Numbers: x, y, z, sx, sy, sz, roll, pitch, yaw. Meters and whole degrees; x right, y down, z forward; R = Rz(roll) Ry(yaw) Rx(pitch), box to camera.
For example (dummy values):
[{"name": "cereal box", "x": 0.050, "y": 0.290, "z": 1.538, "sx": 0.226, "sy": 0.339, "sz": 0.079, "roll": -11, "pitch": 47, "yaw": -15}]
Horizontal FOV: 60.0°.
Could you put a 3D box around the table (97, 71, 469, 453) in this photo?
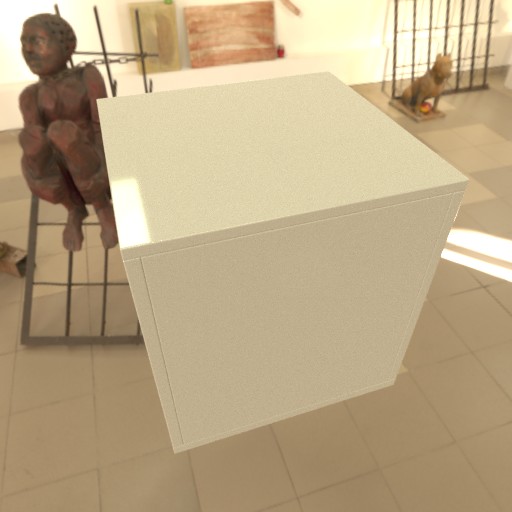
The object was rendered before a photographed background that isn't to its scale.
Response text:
[{"name": "table", "x": 0.000, "y": 0.000, "z": 0.792, "sx": 0.420, "sy": 0.470, "sz": 0.400, "roll": -12, "pitch": 43, "yaw": -14}]
